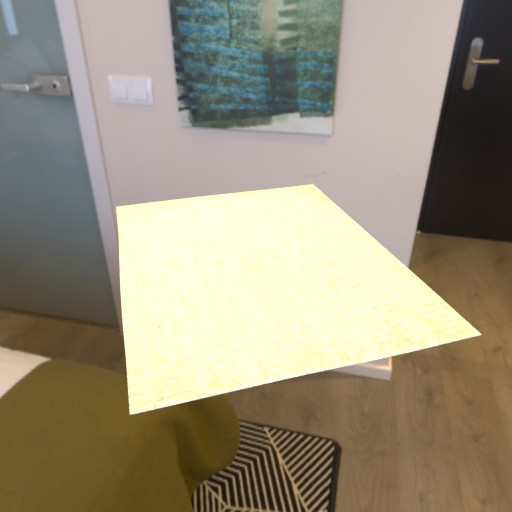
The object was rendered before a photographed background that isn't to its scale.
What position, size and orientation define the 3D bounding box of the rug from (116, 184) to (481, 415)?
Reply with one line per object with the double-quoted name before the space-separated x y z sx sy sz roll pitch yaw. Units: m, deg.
"rug" 0.000 0.000 4.114 2.447 0.014 3.061 -9 31 -14
